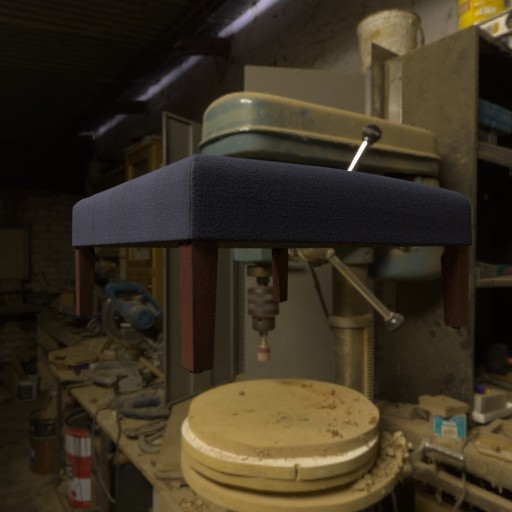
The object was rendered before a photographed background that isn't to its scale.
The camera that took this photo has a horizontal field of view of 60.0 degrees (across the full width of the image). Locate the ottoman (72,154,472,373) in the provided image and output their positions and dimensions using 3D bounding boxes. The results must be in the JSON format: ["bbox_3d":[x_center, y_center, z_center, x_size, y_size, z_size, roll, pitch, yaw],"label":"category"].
[{"bbox_3d":[0.000,0.000,1.368,0.890,0.411,0.889,0,0,-35],"label":"ottoman"}]
